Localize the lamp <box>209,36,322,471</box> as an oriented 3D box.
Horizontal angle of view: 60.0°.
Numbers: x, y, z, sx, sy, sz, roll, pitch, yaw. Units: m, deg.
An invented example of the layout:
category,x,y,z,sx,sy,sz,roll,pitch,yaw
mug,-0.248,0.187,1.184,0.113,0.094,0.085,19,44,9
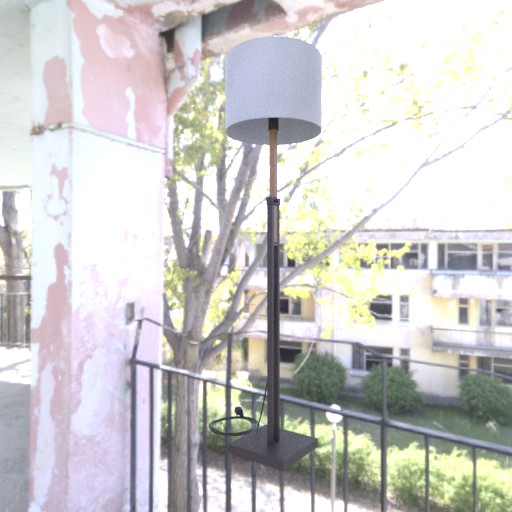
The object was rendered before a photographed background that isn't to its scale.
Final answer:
category,x,y,z,sx,sy,sz,roll,pitch,yaw
lamp,0.000,0.000,1.963,0.639,1.650,0.474,0,-1,36
